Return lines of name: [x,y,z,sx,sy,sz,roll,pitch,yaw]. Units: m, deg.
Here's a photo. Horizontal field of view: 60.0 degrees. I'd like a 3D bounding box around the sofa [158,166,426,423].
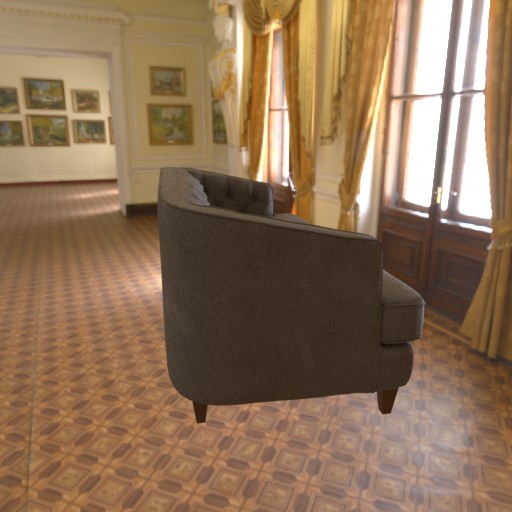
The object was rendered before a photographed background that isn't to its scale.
sofa: [0.000,0.000,2.285,0.941,0.855,1.733,-3,16,-11]
